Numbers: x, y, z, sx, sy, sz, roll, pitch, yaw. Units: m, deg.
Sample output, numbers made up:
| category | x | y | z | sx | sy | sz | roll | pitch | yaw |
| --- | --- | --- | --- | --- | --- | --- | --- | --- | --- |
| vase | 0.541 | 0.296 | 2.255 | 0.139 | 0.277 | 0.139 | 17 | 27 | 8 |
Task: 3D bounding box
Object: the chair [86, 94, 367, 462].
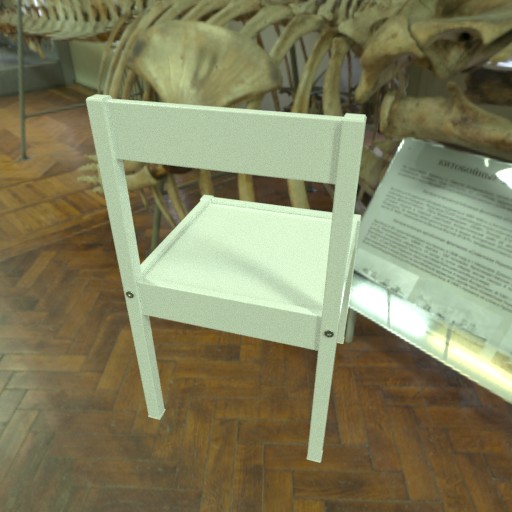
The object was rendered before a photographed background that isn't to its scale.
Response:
| category | x | y | z | sx | sy | sz | roll | pitch | yaw |
| --- | --- | --- | --- | --- | --- | --- | --- | --- | --- |
| chair | 0.000 | 0.000 | 0.671 | 0.285 | 0.505 | 0.285 | 9 | 34 | 14 |
